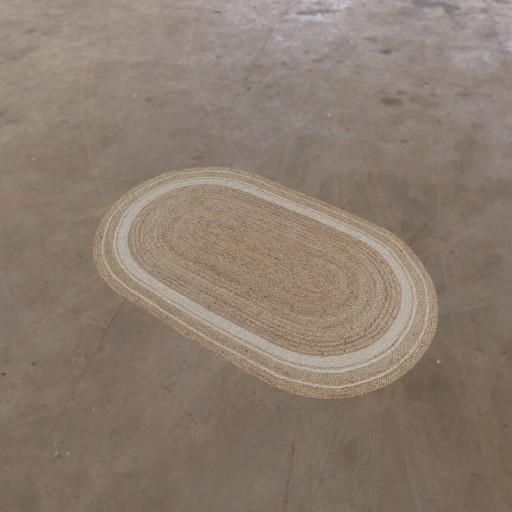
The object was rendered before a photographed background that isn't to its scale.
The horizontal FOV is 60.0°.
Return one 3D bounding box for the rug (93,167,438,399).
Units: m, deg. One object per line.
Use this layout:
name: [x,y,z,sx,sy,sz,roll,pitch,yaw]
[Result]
rug: [0.000,0.000,3.014,2.432,0.006,1.520,26,52,22]
